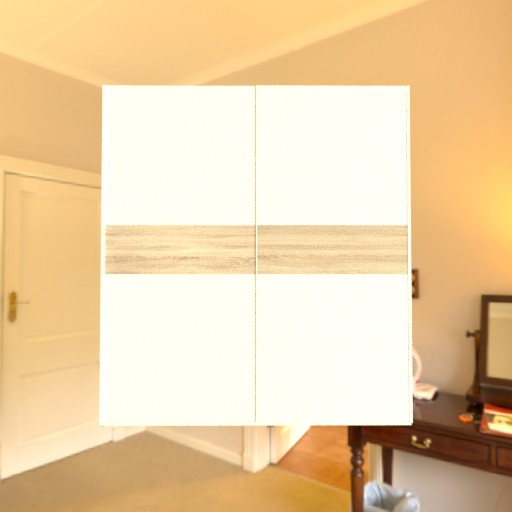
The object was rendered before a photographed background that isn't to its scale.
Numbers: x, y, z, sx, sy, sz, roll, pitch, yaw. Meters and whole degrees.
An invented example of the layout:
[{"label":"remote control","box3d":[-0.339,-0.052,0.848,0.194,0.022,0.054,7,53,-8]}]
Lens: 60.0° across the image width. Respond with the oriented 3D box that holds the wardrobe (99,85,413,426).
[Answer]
[{"label":"wardrobe","box3d":[0.000,0.000,2.915,1.830,2.020,0.600,0,-2,0]}]
